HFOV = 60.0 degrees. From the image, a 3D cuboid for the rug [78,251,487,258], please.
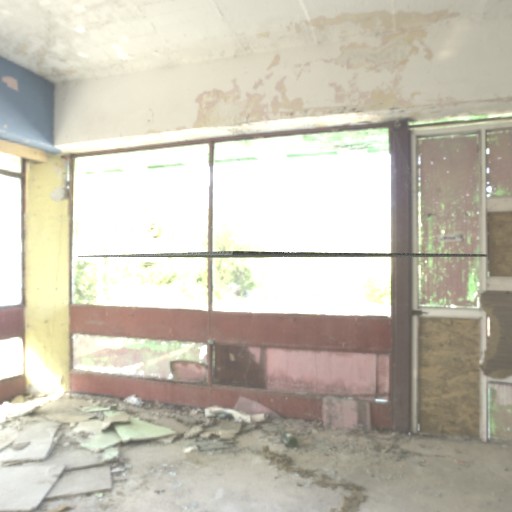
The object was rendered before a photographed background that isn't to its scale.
[{"bbox_3d":[0.000,0.000,4.123,2.456,0.021,3.042,0,-1,-35],"label":"rug"}]
